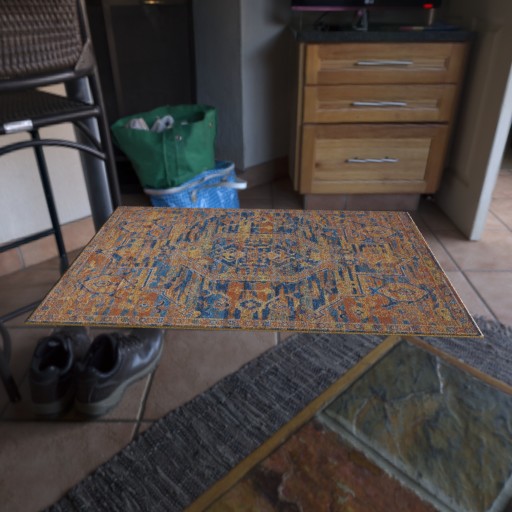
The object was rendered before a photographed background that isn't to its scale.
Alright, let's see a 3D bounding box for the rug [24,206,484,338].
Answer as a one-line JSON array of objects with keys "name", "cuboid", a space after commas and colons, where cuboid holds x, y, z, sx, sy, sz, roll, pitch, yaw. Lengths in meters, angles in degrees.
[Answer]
[{"name": "rug", "cuboid": [0.000, 0.000, 2.186, 1.758, 0.013, 1.148, 1, 30, 2]}]
